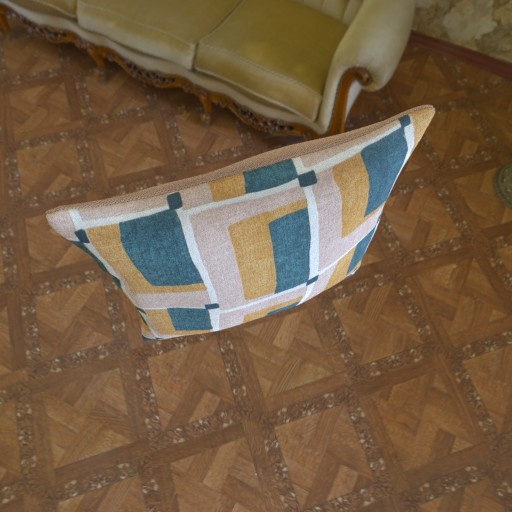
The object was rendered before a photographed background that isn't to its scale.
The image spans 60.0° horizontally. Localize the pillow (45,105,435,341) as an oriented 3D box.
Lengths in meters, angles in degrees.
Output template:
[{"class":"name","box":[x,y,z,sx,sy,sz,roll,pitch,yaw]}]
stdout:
[{"class":"pillow","box":[0.000,0.000,0.719,0.478,0.479,0.158,-18,65,-8]}]
